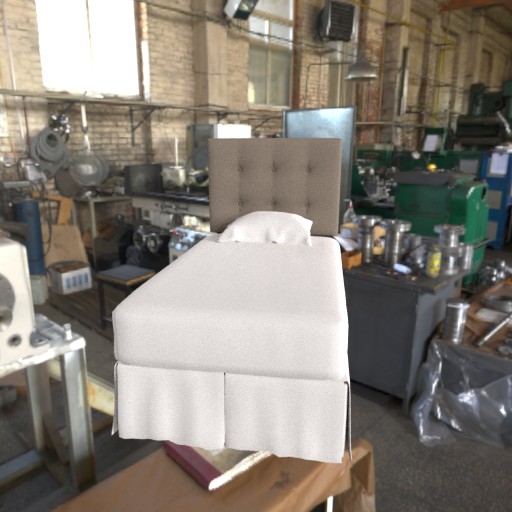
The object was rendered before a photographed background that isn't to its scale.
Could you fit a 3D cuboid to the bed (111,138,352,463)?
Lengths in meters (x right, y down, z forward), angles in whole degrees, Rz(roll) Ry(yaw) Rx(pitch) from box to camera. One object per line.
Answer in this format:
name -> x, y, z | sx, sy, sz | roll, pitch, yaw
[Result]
bed -> 0.000, 0.000, 2.999 | 1.261, 1.571, 1.997 | 2, 14, 9
